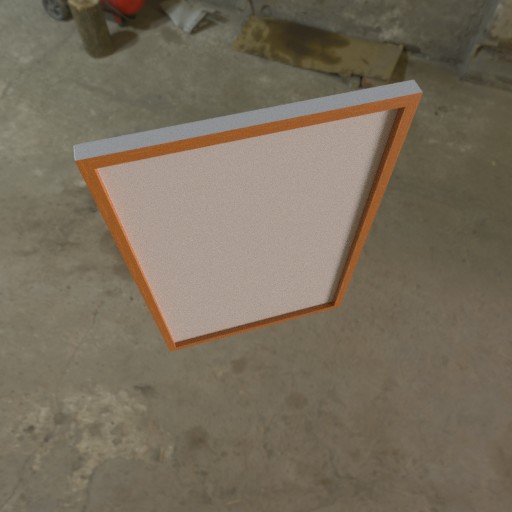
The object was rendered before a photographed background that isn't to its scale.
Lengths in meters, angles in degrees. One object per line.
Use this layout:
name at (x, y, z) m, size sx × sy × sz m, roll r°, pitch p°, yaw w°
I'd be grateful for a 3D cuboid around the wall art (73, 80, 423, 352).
wall art at (0.000, 0.000, 1.149) m, size 0.610 × 0.916 × 0.037 m, roll -14°, pitch 60°, yaw -8°
